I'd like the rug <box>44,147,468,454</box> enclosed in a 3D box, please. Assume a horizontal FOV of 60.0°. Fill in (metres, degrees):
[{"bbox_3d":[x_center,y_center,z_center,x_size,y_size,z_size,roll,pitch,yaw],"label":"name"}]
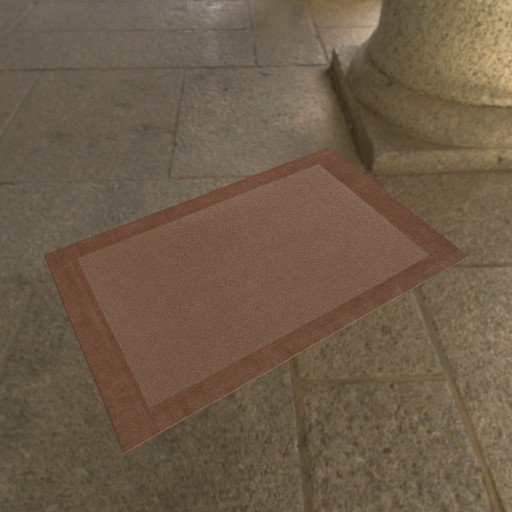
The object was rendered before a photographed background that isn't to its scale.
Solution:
[{"bbox_3d":[0.000,0.000,2.995,2.438,0.014,1.524,-25,52,-21],"label":"rug"}]
